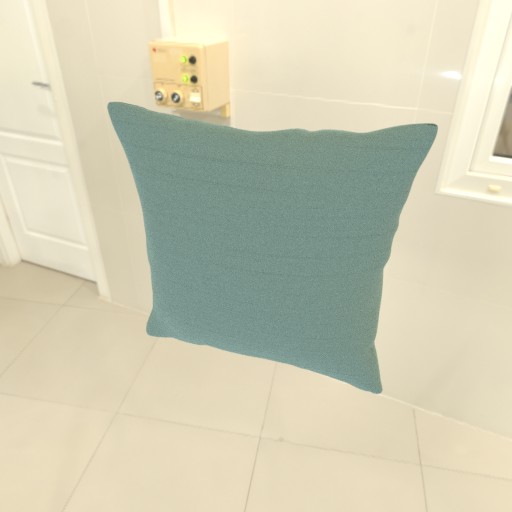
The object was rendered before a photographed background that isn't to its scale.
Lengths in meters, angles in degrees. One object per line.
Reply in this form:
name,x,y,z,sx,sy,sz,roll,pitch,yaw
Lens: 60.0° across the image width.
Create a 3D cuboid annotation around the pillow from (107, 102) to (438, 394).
pillow,0.000,0.000,0.723,0.470,0.464,0.175,10,34,15
